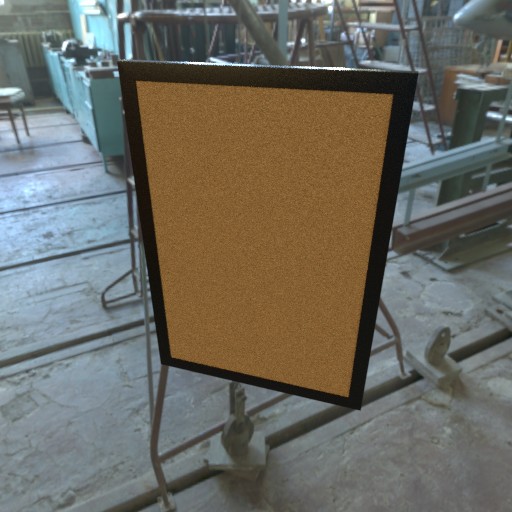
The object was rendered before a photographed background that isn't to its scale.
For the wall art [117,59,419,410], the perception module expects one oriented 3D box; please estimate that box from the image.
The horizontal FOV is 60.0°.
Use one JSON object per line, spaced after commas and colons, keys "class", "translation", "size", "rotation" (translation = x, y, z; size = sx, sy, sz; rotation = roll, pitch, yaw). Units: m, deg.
{"class": "wall art", "translation": [0.000, 0.000, 0.825], "size": [0.462, 0.656, 0.019], "rotation": [9, 31, 15]}
